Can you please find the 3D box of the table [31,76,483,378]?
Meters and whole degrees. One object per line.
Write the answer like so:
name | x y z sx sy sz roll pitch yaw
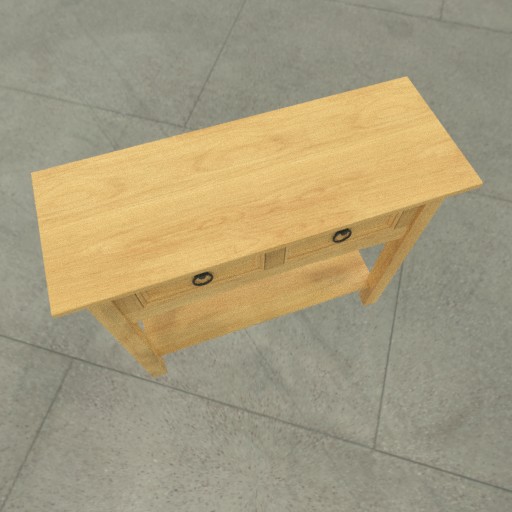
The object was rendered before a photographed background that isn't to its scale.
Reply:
table | 0.000 0.000 1.263 0.900 0.728 0.340 -17 64 -9
